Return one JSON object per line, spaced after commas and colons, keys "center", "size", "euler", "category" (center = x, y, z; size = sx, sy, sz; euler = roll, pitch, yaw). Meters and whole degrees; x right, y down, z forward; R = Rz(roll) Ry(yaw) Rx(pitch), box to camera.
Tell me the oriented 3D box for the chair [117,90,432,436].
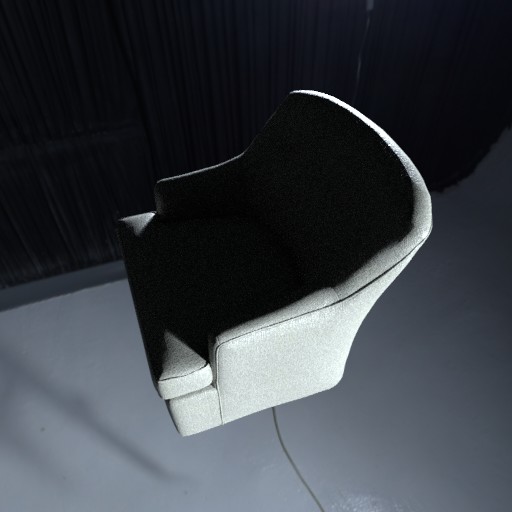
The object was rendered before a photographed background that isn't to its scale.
{"center": [0.000, 0.000, 1.622], "size": [0.923, 0.856, 0.864], "euler": [-15, 48, -14], "category": "chair"}
